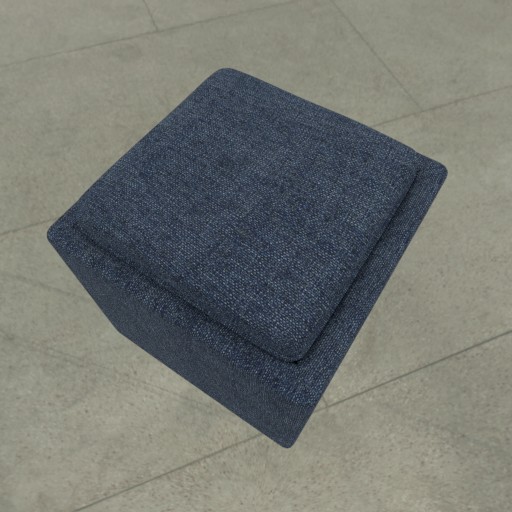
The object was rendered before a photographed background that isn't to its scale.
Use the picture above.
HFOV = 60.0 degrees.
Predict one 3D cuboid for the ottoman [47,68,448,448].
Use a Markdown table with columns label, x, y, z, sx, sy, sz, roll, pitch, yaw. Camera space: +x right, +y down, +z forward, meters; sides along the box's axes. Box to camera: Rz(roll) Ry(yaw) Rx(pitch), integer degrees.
| label | x | y | z | sx | sy | sz | roll | pitch | yaw |
| --- | --- | --- | --- | --- | --- | --- | --- | --- | --- |
| ottoman | 0.000 | 0.000 | 0.816 | 0.450 | 0.460 | 0.450 | 30 | 64 | 16 |
